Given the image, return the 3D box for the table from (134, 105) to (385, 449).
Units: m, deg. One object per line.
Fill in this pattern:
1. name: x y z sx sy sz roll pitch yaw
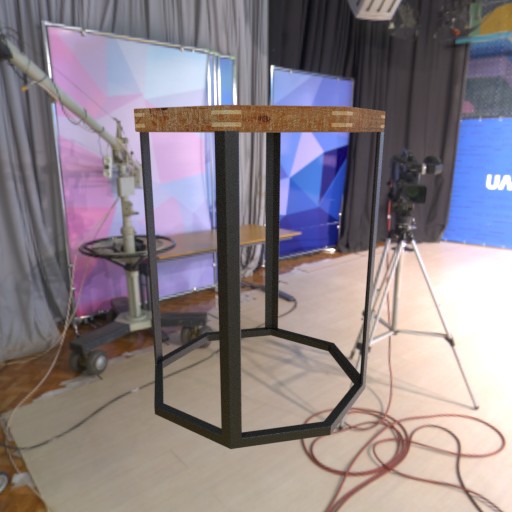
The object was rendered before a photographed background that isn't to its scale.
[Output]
1. table: 0.000 0.000 0.882 0.458 0.543 0.458 3 16 10
